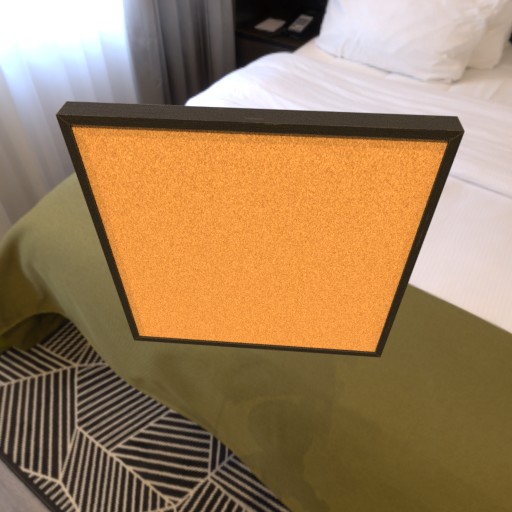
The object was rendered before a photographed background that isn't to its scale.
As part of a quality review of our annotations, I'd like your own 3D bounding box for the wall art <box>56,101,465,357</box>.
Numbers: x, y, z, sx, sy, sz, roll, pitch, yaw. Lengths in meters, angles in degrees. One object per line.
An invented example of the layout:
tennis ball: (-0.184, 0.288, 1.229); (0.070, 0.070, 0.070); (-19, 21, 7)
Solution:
wall art: (0.000, 0.000, 0.739); (0.506, 0.506, 0.036); (3, 46, 3)
